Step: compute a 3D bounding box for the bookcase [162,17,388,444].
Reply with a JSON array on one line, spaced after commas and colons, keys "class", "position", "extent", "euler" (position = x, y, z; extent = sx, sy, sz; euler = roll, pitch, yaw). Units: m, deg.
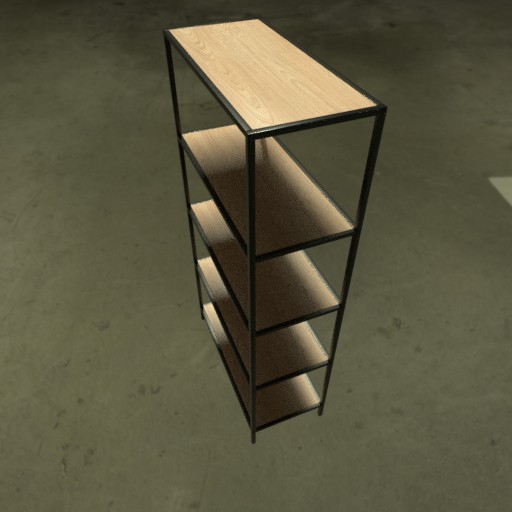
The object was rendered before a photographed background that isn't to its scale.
[{"class": "bookcase", "position": [0.000, 0.000, 1.757], "extent": [0.350, 1.500, 0.770], "euler": [-16, 46, -16]}]
